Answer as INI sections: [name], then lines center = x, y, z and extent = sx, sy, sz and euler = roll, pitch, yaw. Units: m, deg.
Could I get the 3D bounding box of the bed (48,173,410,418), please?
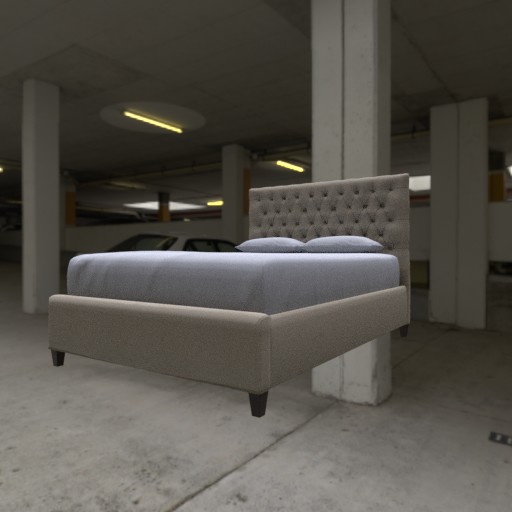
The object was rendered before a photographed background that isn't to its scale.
[bed]
center = 0.000, 0.000, 3.394
extent = 1.698, 1.427, 2.387
euler = 0, 1, 34
